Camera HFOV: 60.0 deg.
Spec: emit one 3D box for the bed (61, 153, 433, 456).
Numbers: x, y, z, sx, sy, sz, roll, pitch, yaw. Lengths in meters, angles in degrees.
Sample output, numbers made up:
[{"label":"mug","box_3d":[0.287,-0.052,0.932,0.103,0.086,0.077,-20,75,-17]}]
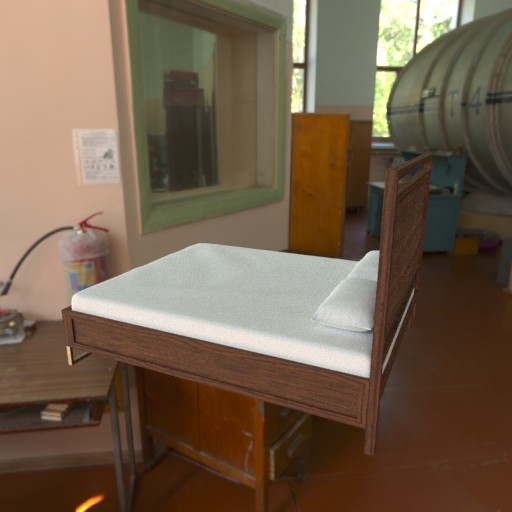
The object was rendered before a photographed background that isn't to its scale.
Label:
[{"label":"bed","box_3d":[0.000,0.000,3.359,2.218,1.487,1.765,7,17,25]}]
